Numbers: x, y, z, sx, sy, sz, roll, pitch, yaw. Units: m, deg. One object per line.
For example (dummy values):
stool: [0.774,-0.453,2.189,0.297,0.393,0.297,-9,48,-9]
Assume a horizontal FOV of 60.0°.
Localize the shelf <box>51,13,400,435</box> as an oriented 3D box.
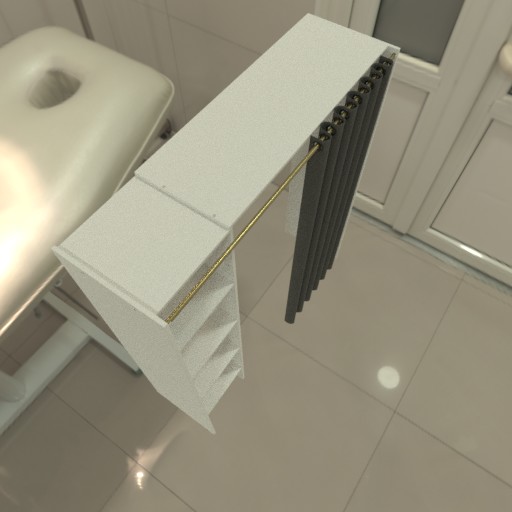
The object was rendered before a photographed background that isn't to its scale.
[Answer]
shelf: [0.000,0.000,2.461,0.500,1.810,1.600,30,64,17]
